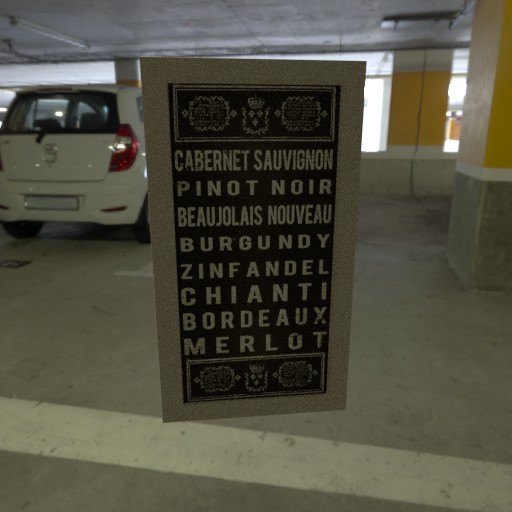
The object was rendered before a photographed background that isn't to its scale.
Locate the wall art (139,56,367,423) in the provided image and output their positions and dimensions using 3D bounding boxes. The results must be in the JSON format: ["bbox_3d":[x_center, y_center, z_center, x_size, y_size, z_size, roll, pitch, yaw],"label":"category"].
[{"bbox_3d":[0.000,0.000,0.832,0.380,0.683,0.013,-2,15,-6],"label":"wall art"}]
